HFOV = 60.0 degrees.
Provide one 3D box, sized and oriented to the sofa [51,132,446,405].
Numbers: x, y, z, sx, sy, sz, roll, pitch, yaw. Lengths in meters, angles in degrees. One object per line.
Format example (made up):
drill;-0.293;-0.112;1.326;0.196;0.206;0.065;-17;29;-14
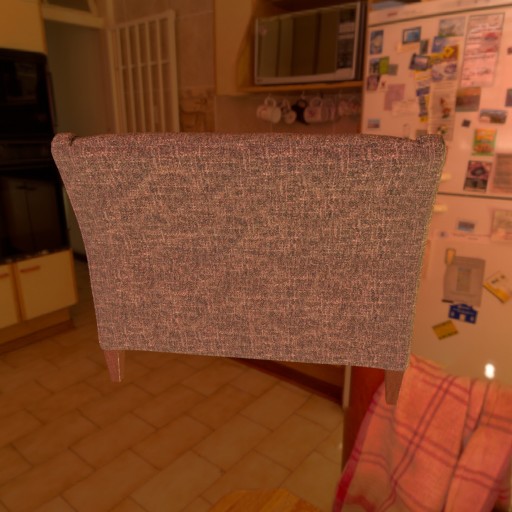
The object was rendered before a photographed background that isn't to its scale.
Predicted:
sofa;0.000;0.000;1.872;1.242;1.021;0.870;2;17;8
